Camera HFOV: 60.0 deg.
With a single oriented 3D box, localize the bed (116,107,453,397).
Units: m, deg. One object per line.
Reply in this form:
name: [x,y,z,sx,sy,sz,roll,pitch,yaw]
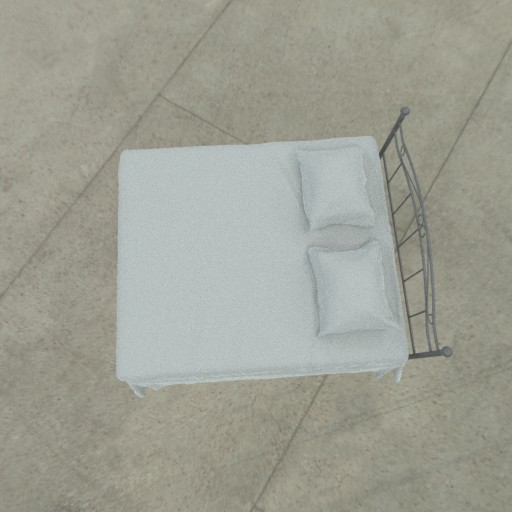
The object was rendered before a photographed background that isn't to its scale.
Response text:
bed: [0.000,0.000,3.237,2.215,1.080,1.936,-4,75,-1]
